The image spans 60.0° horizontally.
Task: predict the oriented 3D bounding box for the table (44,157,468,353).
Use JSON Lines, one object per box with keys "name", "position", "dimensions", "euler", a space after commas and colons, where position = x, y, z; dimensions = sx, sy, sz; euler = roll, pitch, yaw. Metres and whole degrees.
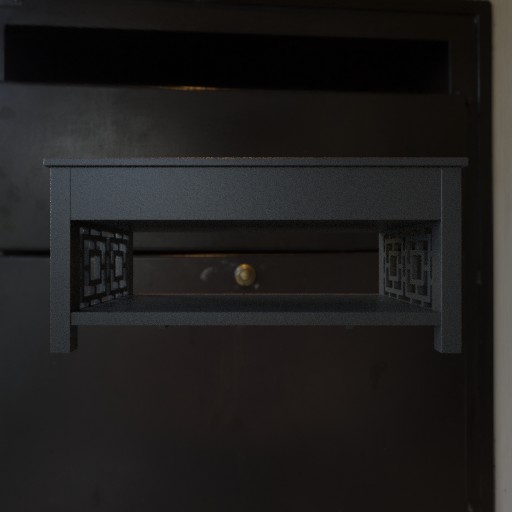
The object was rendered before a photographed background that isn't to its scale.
{"name": "table", "position": [0.000, 0.000, 1.419], "dimensions": [1.068, 0.493, 0.612], "euler": [0, 0, 0]}
